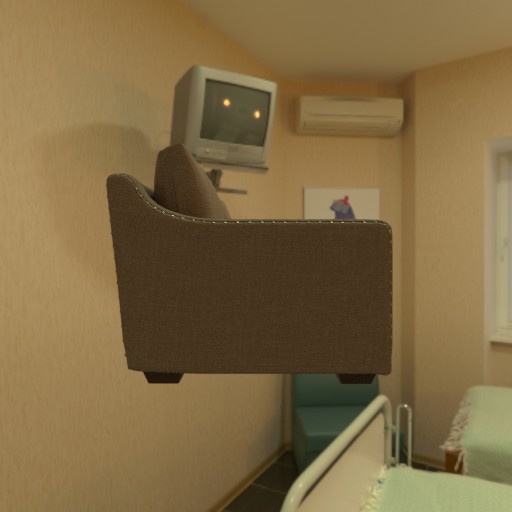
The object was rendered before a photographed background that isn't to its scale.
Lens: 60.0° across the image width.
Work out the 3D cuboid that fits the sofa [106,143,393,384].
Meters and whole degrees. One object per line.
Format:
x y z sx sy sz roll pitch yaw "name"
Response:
0.000 0.000 2.579 1.000 0.857 2.208 0 1 0 "sofa"
